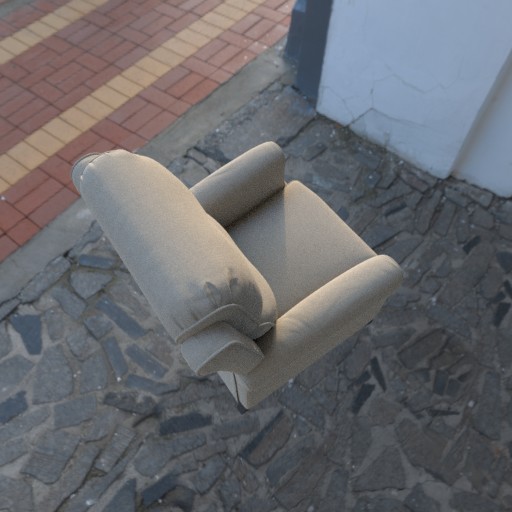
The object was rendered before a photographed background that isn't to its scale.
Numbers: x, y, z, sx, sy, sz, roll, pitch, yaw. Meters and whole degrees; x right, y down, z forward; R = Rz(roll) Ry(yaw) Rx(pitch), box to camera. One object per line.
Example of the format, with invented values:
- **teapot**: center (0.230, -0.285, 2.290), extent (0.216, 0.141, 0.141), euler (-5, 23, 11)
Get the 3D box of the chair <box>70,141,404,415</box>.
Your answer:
- **chair**: center (0.000, 0.000, 1.728), extent (0.919, 1.046, 0.859), euler (-31, 63, -17)
